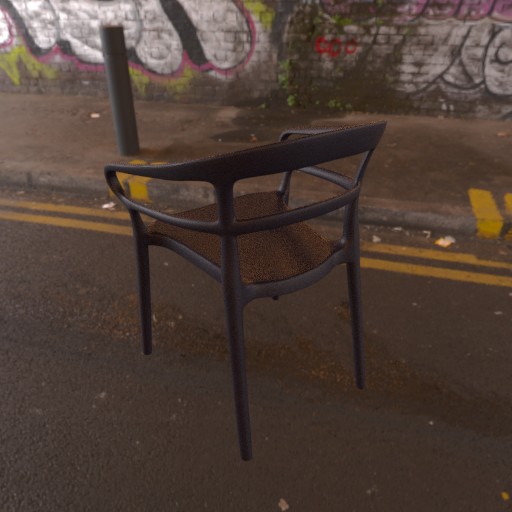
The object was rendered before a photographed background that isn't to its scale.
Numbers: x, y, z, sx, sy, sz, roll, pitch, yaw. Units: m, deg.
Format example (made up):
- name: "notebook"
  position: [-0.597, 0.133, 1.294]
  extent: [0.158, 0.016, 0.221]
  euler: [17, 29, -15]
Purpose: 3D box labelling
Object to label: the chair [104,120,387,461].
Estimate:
- name: "chair"
  position: [0.000, 0.000, 1.134]
  extent: [0.559, 0.761, 0.527]
  euler: [-20, 36, -29]
